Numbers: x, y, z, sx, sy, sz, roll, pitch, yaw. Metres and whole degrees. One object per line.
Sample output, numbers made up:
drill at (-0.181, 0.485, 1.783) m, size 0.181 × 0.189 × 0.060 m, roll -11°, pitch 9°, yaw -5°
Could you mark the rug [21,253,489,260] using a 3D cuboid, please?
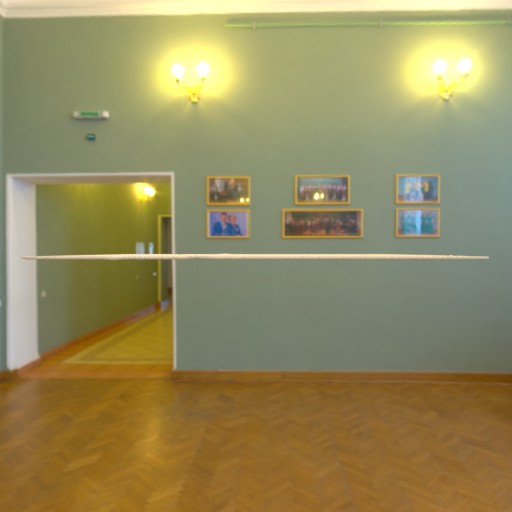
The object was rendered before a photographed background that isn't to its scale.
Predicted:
rug at (0.000, 0.000, 4.816) m, size 3.659 × 0.037 × 2.734 m, roll 0°, pitch 1°, yaw 1°
